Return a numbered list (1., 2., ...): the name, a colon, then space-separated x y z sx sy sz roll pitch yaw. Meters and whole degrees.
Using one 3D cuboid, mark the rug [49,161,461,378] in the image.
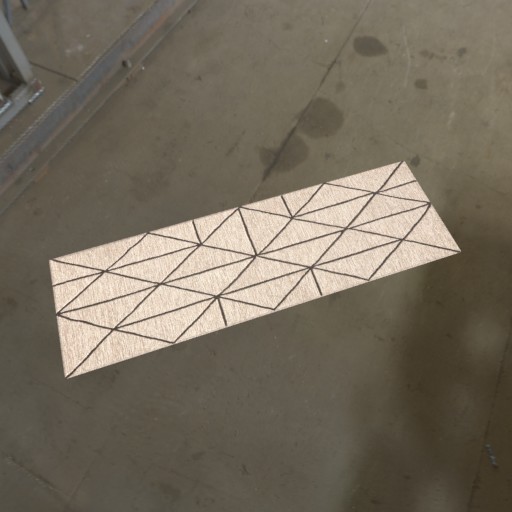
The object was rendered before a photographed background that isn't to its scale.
1. rug: 0.000 0.000 2.746 2.438 0.012 0.762 -17 63 -9
